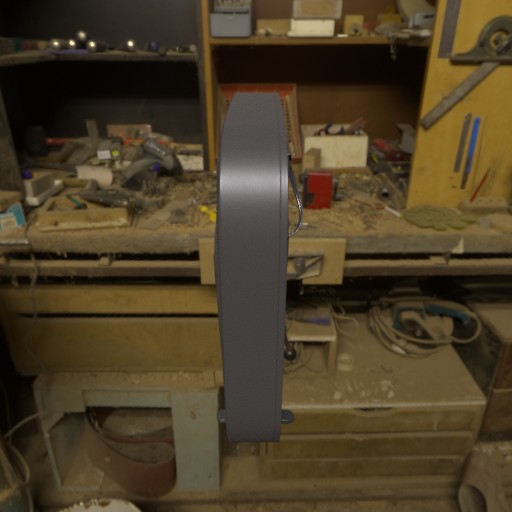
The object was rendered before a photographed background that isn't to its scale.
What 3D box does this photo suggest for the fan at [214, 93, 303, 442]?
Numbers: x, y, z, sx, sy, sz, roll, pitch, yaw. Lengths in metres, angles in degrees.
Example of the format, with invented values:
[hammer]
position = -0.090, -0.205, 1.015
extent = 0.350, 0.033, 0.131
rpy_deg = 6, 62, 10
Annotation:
[fan]
position = 0.000, 0.000, 0.806
extent = 0.142, 0.533, 0.526
rpy_deg = 0, 28, 1
